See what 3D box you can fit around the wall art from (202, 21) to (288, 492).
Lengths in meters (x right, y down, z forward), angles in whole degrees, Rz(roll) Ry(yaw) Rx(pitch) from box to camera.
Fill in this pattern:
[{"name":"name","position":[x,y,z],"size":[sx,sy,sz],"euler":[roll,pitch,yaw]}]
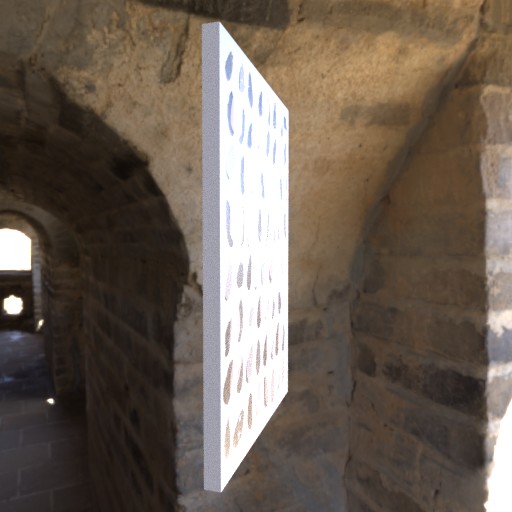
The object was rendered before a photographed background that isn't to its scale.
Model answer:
[{"name":"wall art","position":[0.000,0.000,0.768],"size":[0.025,0.608,0.405],"euler":[1,2,17]}]
